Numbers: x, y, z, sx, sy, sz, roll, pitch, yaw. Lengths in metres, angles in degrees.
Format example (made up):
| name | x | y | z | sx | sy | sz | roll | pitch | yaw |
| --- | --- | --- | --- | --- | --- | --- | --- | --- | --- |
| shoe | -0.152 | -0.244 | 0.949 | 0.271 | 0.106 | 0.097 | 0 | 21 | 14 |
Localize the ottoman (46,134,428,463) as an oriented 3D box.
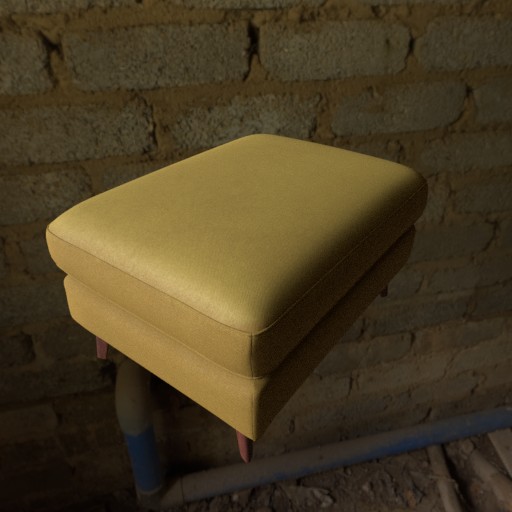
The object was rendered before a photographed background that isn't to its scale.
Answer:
| name | x | y | z | sx | sy | sz | roll | pitch | yaw |
| --- | --- | --- | --- | --- | --- | --- | --- | --- | --- |
| ottoman | 0.000 | 0.000 | 1.152 | 0.608 | 0.449 | 0.811 | 22 | 38 | 31 |
